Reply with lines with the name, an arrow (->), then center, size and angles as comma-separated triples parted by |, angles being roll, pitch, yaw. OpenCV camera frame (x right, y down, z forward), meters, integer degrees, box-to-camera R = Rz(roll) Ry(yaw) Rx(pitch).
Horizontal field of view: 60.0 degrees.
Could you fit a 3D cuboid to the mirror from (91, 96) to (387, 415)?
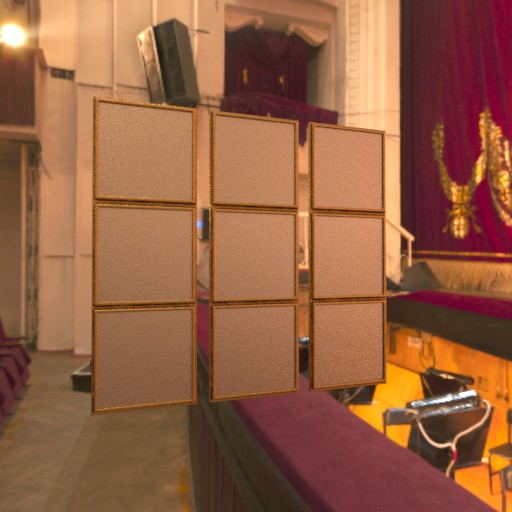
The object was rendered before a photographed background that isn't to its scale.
mirror -> 0.000, 0.000, 1.457 | 1.011, 0.926, 0.023 | 0, -1, -20
